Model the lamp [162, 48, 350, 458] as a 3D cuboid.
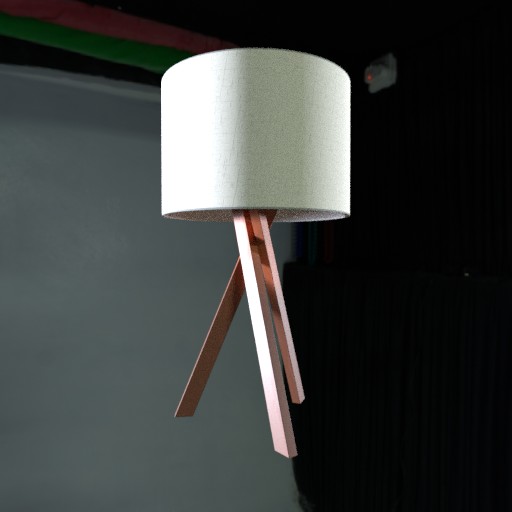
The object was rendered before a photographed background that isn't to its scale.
[{"bbox_3d":[0.000,0.000,0.918,0.380,0.686,0.380,-1,1,-36],"label":"lamp"}]
